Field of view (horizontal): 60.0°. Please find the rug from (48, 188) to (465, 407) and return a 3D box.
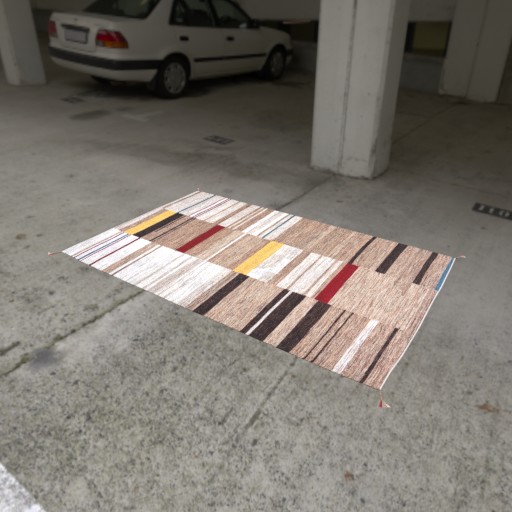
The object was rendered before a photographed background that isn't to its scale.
[{"bbox_3d":[0.000,0.000,2.387,1.918,0.007,1.268,18,34,30],"label":"rug"}]
